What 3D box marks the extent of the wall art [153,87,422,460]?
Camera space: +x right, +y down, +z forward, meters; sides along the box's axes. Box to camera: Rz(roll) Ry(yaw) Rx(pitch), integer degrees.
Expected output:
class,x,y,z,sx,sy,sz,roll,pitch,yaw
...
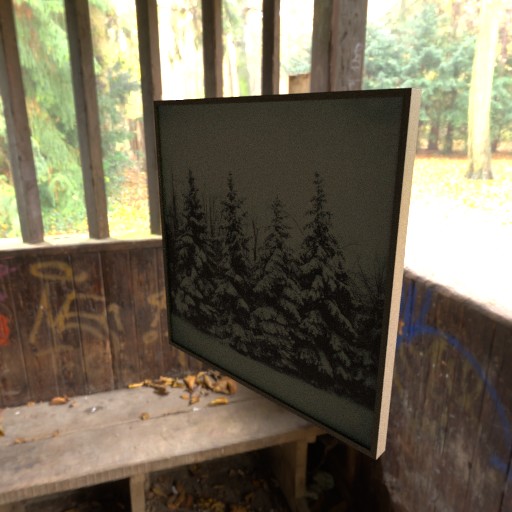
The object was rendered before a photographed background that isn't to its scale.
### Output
class,x,y,z,sx,sy,sz,roll,pitch,yaw
wall art,0.000,0.000,1.116,0.758,0.758,0.039,16,23,41
